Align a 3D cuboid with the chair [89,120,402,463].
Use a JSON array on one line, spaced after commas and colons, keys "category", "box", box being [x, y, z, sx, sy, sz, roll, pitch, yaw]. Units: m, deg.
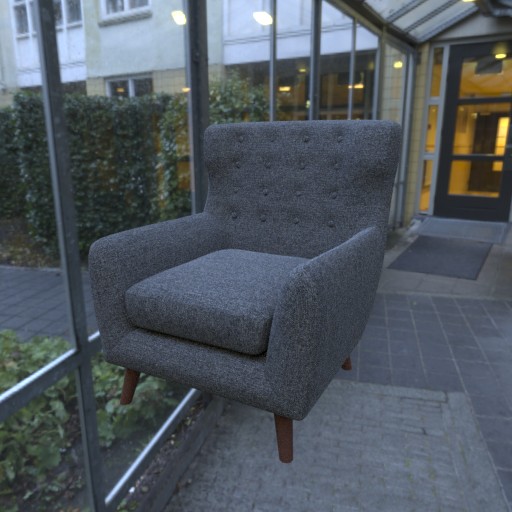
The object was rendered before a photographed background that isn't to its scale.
[{"category": "chair", "box": [0.000, 0.000, 1.717, 0.889, 1.039, 0.940, 7, 16, 27]}]
